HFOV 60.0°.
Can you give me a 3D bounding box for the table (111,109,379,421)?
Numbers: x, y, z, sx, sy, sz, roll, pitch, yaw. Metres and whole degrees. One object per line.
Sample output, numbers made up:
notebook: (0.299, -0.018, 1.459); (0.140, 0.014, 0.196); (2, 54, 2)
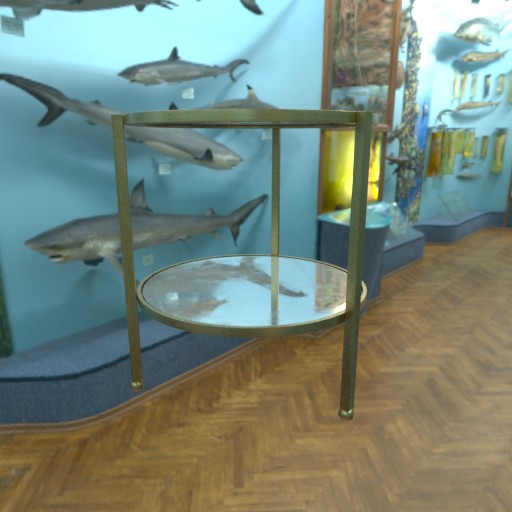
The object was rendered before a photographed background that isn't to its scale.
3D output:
table: (0.000, 0.000, 0.448); (0.243, 0.269, 0.231); (14, 20, 42)
